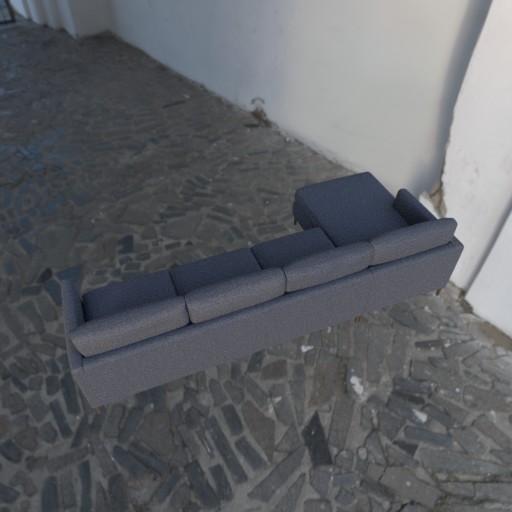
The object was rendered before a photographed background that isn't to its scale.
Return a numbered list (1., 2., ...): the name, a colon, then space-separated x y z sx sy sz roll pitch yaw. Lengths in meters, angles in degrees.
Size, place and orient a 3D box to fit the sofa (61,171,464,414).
1. sofa: 0.000 0.000 2.961 2.445 0.673 1.125 -16 48 -15
